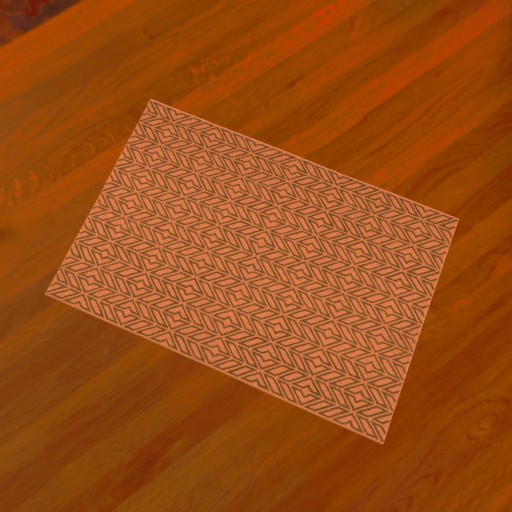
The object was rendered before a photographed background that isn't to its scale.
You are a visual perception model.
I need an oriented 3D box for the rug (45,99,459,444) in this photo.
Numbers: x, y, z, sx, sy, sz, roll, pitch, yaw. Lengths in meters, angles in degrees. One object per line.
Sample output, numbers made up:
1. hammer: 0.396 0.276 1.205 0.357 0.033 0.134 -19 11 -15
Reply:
1. rug: 0.000 0.000 2.314 1.828 0.007 1.220 23 78 5
